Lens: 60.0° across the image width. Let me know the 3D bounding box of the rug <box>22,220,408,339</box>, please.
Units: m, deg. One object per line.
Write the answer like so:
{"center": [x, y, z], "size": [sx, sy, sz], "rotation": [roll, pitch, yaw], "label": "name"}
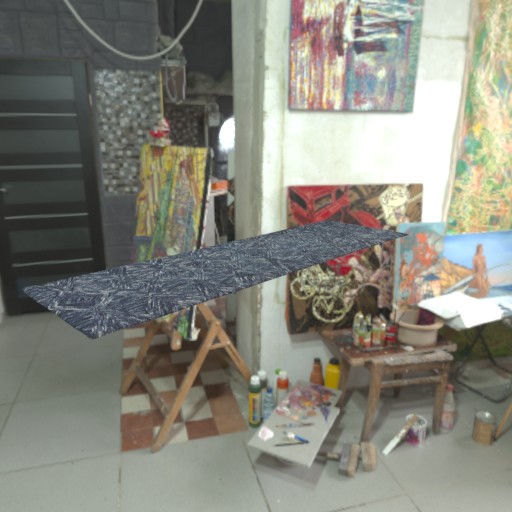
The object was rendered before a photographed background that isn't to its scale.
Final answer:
{"center": [0.000, 0.000, 2.546], "size": [0.719, 0.013, 2.306], "rotation": [15, 22, 43], "label": "rug"}
